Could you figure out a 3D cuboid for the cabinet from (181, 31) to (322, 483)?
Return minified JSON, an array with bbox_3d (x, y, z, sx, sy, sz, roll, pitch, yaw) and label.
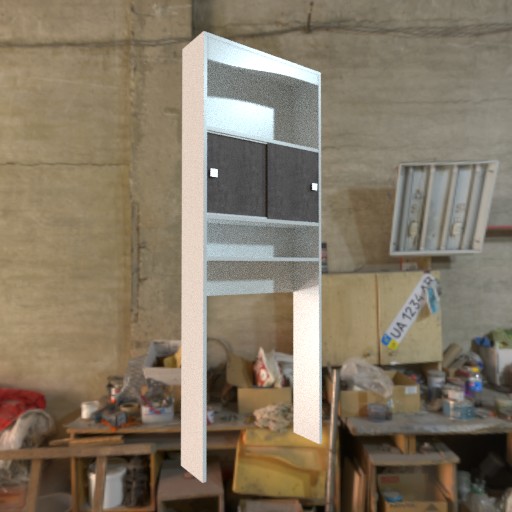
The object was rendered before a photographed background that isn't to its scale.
[{"bbox_3d":[0.000,0.000,1.997,0.643,1.770,0.192,1,-1,-36],"label":"cabinet"}]
